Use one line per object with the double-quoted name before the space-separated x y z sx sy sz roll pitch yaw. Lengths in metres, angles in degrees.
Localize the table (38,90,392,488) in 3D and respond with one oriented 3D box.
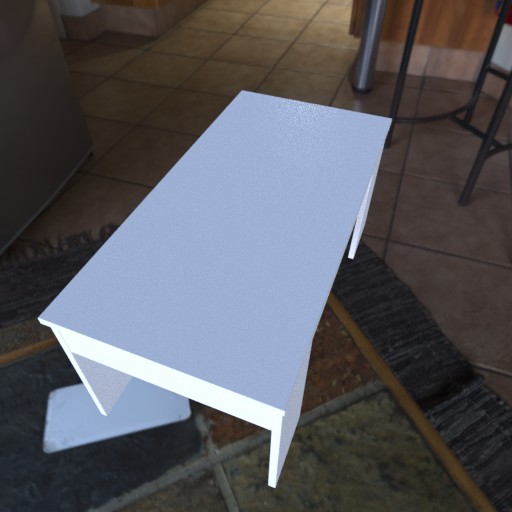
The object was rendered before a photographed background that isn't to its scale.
"table" 0.000 0.000 1.261 0.500 0.440 1.000 16 49 15
